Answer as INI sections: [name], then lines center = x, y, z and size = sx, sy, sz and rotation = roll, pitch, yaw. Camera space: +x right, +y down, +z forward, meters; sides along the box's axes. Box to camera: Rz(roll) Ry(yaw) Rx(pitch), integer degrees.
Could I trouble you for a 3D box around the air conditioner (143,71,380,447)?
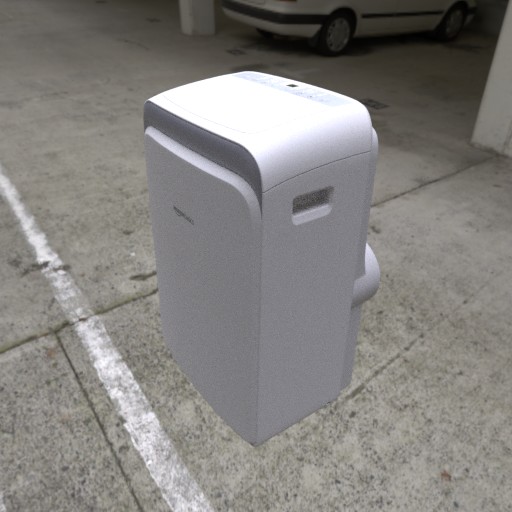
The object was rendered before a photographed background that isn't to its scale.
[air conditioner]
center = 0.000, 0.000, 0.982
size = 0.365, 0.700, 0.454
rotation = -22, 40, -30
